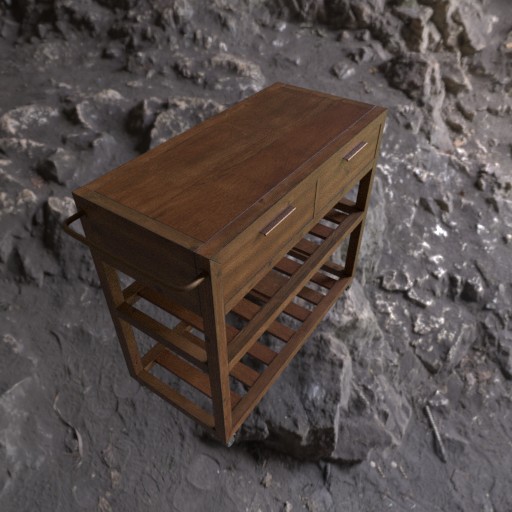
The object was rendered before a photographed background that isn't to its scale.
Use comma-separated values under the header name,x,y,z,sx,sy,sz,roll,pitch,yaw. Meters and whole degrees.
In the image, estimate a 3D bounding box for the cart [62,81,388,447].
name,x,y,z,sx,sy,sz,roll,pitch,yaw
cart,0.000,0.000,1.523,0.445,0.830,1.065,25,46,26
